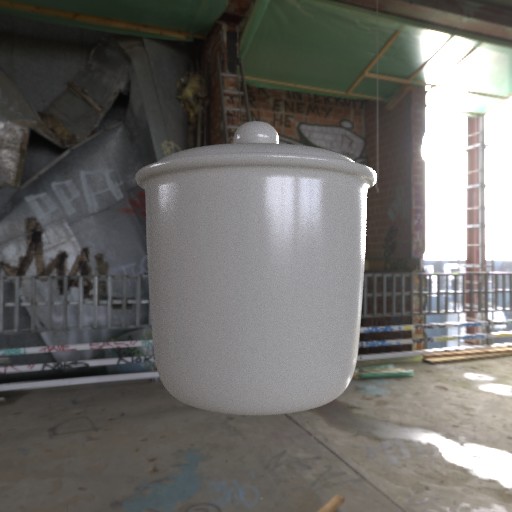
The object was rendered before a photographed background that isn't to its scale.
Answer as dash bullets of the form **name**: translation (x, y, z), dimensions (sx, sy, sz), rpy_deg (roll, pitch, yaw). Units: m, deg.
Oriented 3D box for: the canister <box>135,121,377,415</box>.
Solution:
- **canister**: translation (0.000, 0.000, 0.345), dimensions (0.182, 0.208, 0.182), rpy_deg (0, -1, 0)
